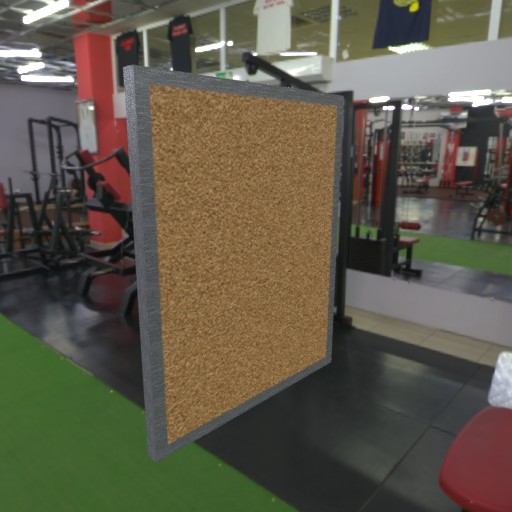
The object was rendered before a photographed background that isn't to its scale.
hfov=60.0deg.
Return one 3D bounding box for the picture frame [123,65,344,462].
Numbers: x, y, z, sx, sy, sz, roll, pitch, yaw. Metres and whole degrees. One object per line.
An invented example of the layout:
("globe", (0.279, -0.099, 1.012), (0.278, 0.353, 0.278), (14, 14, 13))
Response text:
("picture frame", (0.000, 0.000, 0.768), (0.029, 0.559, 0.454), (13, 19, 43))
